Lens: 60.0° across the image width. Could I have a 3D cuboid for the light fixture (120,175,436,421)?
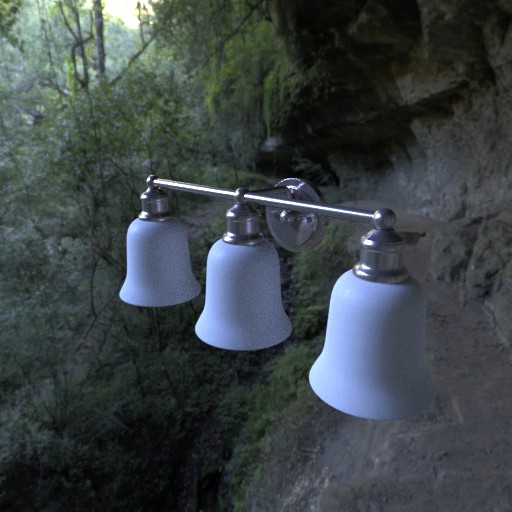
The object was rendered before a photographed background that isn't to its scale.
[{"bbox_3d":[0.000,0.000,0.654,0.570,0.211,0.198,16,23,41],"label":"light fixture"}]
